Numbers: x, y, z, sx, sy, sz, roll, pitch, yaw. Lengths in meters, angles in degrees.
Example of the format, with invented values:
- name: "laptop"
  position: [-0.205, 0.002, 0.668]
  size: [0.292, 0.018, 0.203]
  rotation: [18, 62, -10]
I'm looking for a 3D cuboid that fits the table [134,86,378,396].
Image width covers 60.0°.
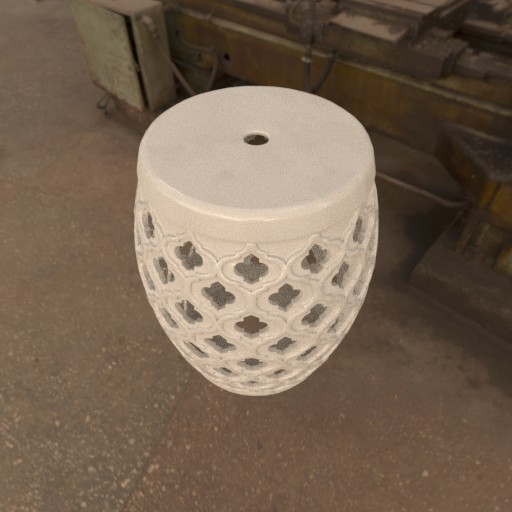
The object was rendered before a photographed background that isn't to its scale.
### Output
- name: "table"
  position: [0.000, 0.000, 0.636]
  size: [0.325, 0.388, 0.325]
  rotation: [0, 47, 0]
